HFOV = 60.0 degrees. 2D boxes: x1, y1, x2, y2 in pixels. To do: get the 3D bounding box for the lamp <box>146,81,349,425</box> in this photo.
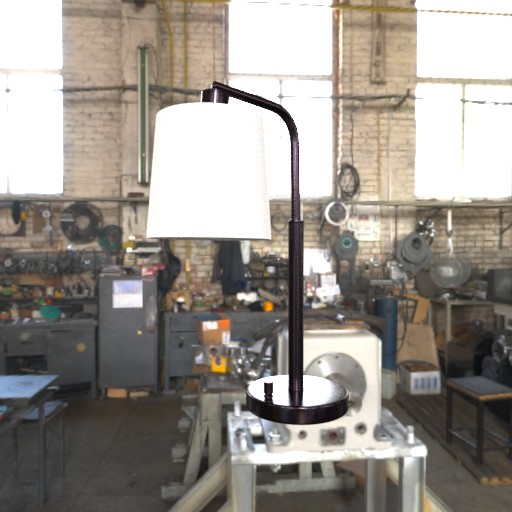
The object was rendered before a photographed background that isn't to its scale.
[{"bbox_3d":[0.000,0.000,0.666,0.333,0.489,0.171,-1,1,-37],"label":"lamp"}]
